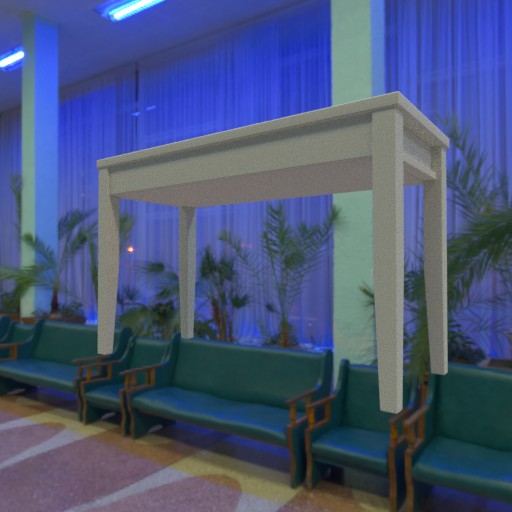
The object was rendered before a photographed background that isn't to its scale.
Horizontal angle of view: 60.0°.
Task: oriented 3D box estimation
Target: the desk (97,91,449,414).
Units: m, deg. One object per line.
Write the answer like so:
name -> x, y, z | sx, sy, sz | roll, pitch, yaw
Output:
desk -> 0.000, 0.000, 1.620 | 1.220, 0.775, 0.508 | -1, -1, 36
